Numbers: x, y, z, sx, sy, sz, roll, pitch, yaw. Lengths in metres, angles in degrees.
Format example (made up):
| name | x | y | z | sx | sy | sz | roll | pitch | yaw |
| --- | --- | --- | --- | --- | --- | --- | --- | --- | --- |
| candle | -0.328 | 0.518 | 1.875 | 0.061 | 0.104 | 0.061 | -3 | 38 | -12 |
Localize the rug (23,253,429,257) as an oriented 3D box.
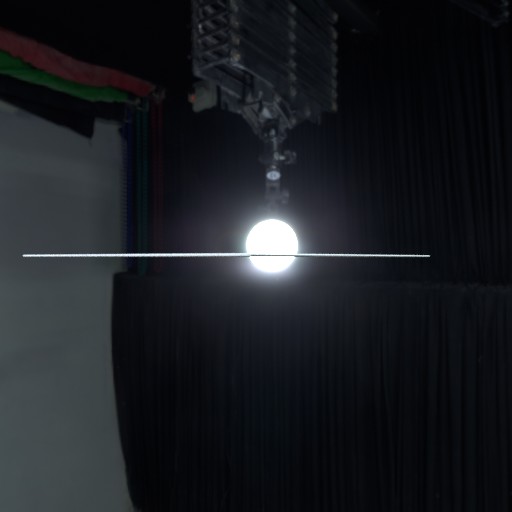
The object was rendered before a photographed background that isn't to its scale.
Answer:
| name | x | y | z | sx | sy | sz | roll | pitch | yaw |
| --- | --- | --- | --- | --- | --- | --- | --- | --- | --- |
| rug | 0.000 | 0.000 | 2.773 | 1.533 | 0.010 | 2.142 | 0 | 0 | 36 |
